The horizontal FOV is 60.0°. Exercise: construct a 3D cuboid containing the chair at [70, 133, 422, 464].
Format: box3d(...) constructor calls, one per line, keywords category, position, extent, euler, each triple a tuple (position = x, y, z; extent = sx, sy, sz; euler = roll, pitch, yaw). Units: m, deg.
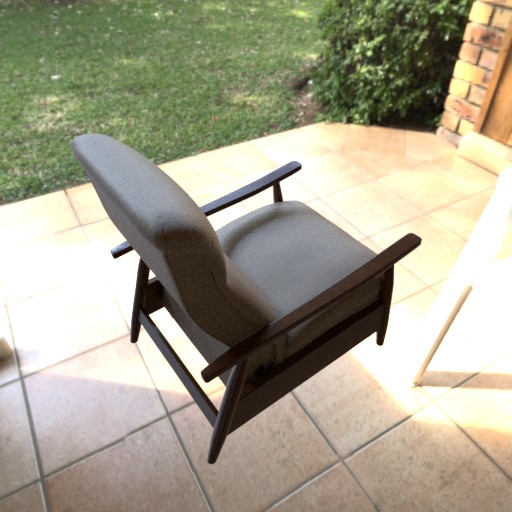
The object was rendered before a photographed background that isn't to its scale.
box3d(category="chair", position=(0.000, 0.000, 1.747), extent=(1.030, 1.082, 0.762), euler=(-26, 47, -26))
